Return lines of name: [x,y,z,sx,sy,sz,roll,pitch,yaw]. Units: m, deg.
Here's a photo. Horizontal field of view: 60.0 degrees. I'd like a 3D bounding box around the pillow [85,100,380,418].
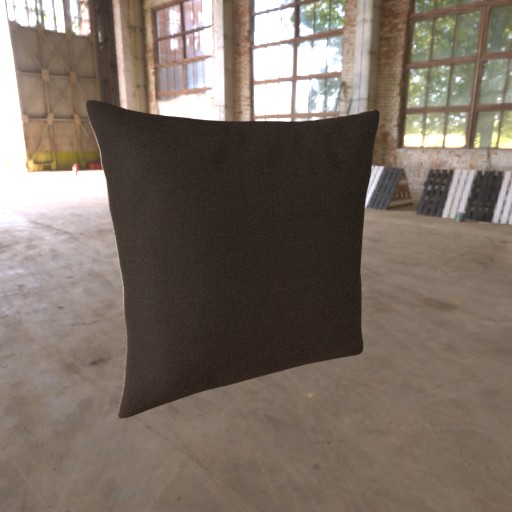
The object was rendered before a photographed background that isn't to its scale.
pillow: [0.000,0.000,0.785,0.523,0.506,0.166,-8,17,-26]
